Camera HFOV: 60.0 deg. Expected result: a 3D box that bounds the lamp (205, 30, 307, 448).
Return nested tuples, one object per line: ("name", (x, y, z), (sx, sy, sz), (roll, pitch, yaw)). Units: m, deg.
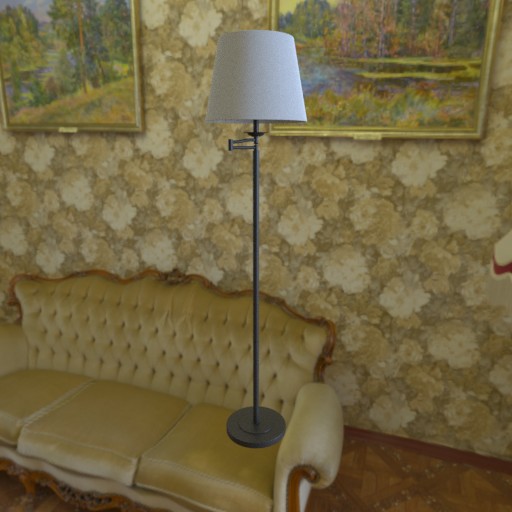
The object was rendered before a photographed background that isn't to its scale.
("lamp", (0.000, 0.000, 1.641), (0.348, 1.473, 0.348), (-8, 16, -27))
